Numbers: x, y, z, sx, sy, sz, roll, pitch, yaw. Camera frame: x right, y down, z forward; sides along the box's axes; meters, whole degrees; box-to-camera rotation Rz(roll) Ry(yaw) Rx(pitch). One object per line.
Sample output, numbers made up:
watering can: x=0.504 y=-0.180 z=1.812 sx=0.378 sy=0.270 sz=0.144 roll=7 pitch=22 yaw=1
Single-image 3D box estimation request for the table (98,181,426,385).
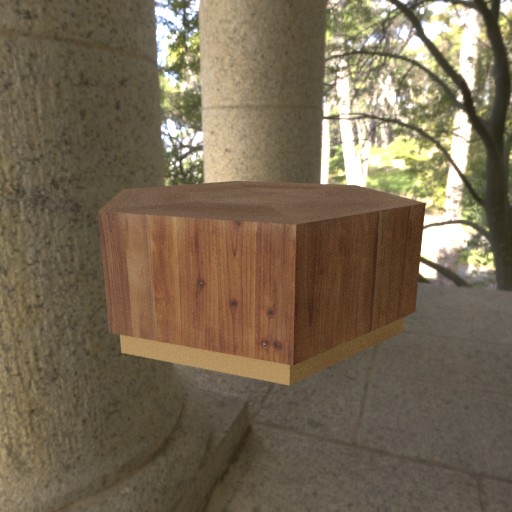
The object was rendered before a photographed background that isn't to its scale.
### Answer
table: x=0.000 y=0.000 z=1.664 sx=1.000 sy=0.456 sz=1.154 roll=-2 pitch=15 yaw=-9
